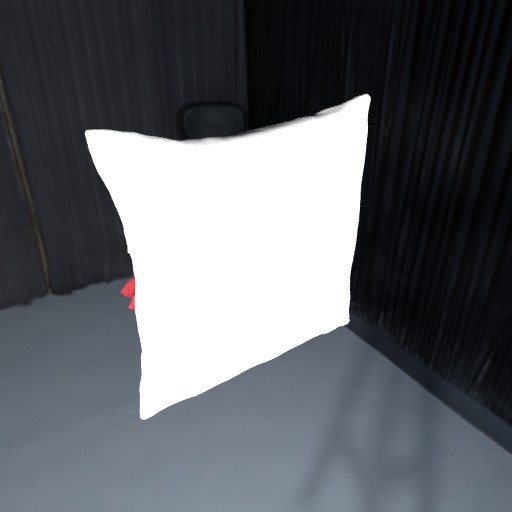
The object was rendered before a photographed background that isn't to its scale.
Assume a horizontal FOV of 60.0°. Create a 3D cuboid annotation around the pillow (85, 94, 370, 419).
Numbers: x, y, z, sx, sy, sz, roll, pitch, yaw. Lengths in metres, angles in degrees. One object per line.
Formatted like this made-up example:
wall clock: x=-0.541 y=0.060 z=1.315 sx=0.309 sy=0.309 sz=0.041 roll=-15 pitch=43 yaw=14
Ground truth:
pillow: x=0.000 y=0.000 z=0.684 sx=0.433 sy=0.436 sz=0.173 roll=-18 pitch=34 yaw=-29
